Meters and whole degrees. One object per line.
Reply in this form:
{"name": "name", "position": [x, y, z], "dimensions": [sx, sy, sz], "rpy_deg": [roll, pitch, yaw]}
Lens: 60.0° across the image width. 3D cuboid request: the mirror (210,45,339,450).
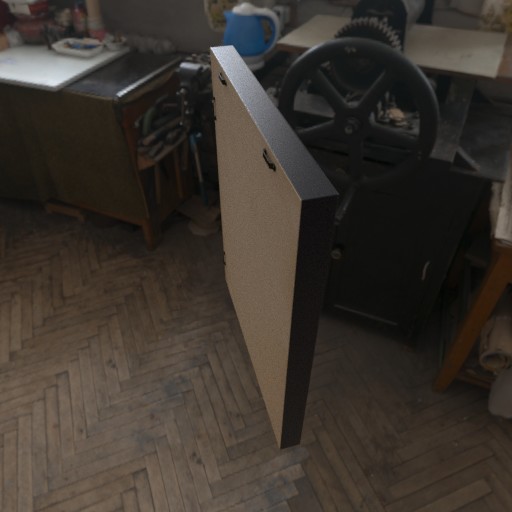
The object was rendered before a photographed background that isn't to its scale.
{"name": "mirror", "position": [0.000, 0.000, 0.706], "dimensions": [0.041, 0.508, 0.405], "rpy_deg": [-11, 44, -11]}
